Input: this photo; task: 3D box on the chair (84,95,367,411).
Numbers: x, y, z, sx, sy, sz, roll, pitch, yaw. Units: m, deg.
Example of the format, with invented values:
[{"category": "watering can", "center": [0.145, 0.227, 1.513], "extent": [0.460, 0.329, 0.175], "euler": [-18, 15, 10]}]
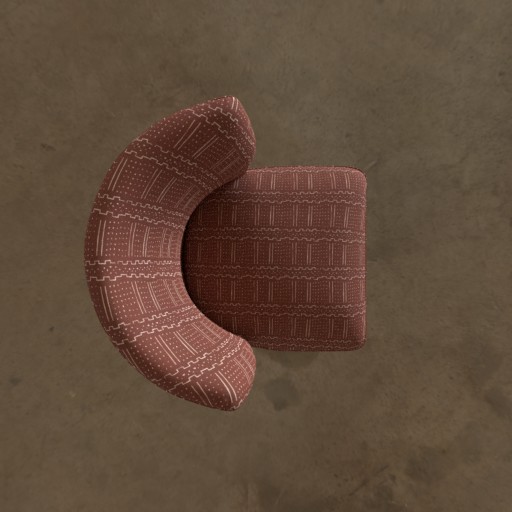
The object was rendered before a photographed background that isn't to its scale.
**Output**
[{"category": "chair", "center": [0.000, 0.000, 1.384], "extent": [0.758, 0.866, 0.706], "euler": [0, 89, 0]}]
